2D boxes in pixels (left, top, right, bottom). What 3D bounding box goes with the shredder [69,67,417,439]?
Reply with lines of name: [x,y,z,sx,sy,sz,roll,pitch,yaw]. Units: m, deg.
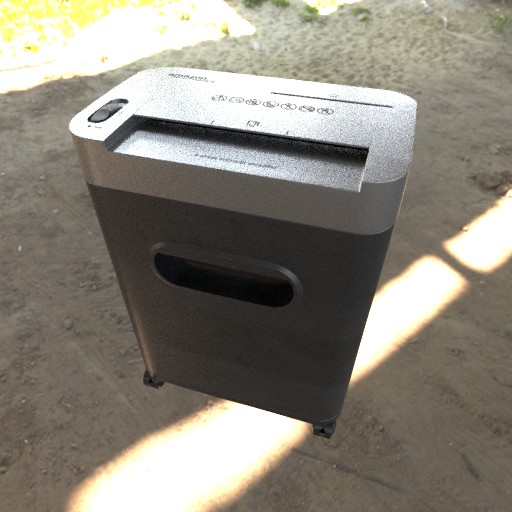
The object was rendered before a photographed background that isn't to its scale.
shredder: [0.000,0.000,0.583,0.311,0.419,0.237,12,43,13]
